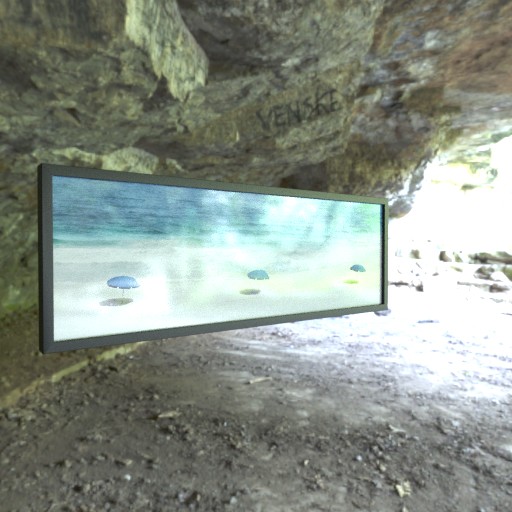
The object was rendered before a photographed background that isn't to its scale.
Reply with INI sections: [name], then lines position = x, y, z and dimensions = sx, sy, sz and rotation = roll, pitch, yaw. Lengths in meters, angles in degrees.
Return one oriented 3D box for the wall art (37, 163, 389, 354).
[wall art]
position = 0.000, 0.000, 0.968
dimensions = 0.860, 0.303, 0.037
rotation = -1, 1, -36
